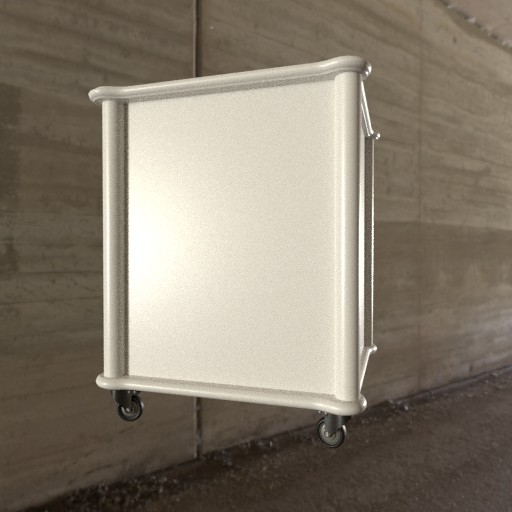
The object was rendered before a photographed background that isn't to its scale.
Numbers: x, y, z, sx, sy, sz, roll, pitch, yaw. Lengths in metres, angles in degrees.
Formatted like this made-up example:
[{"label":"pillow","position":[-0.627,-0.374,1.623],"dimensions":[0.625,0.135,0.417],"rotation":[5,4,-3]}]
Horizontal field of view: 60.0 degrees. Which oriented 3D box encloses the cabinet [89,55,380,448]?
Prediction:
[{"label":"cabinet","position":[0.000,0.000,1.198],"dimensions":[0.627,0.761,0.628],"rotation":[0,1,17]}]
